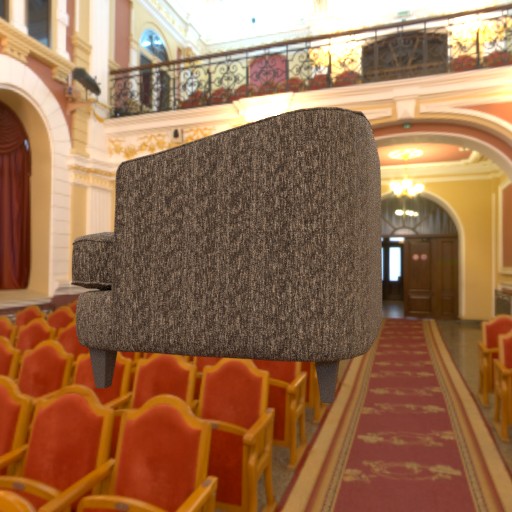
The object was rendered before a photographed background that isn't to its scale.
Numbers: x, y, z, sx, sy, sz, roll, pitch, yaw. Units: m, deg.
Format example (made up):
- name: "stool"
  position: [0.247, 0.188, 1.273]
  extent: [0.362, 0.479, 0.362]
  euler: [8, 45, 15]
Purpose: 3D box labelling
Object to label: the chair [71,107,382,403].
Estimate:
- name: "chair"
  position: [0.000, 0.000, 1.764]
  extent: [0.941, 0.852, 1.104]
  euler: [0, -1, 19]
